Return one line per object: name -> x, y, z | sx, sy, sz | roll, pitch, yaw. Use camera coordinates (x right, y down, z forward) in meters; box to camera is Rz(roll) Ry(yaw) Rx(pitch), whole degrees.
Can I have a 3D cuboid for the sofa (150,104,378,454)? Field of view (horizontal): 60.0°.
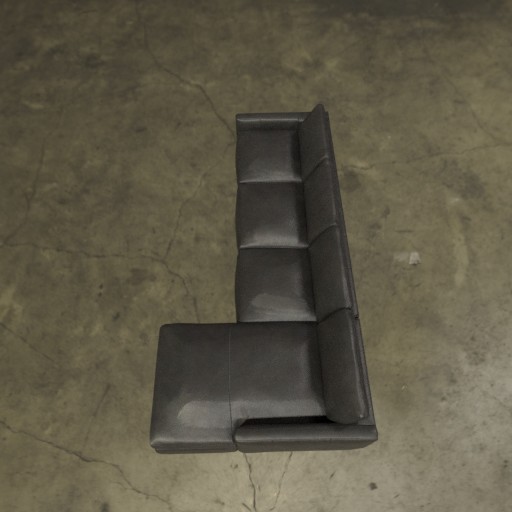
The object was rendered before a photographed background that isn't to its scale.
sofa -> 0.000, 0.000, 3.699 | 1.471, 0.859, 2.993 | -1, 59, -1
